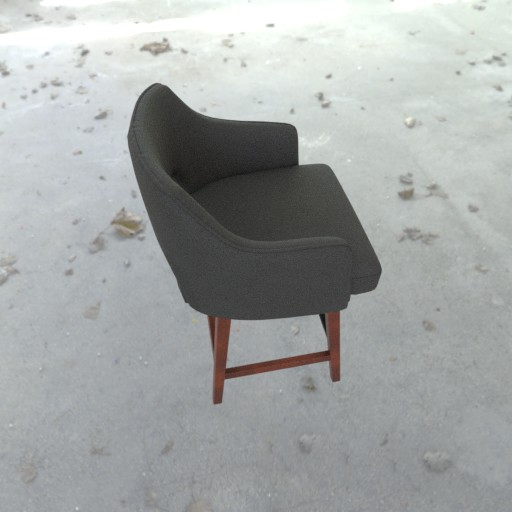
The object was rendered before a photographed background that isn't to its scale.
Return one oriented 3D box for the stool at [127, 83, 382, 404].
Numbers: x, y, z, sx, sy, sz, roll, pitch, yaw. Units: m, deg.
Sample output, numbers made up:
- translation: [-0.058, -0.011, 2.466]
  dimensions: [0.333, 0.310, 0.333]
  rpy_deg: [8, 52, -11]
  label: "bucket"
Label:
- translation: [0.000, 0.000, 1.287]
  dimensions: [0.558, 0.912, 0.548]
  rpy_deg: [-8, 48, -7]
  label: "stool"
